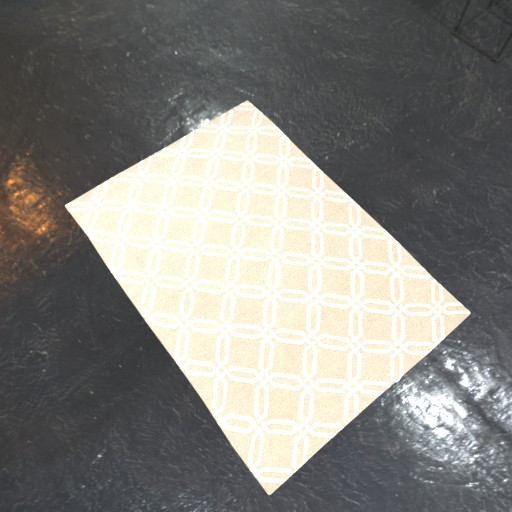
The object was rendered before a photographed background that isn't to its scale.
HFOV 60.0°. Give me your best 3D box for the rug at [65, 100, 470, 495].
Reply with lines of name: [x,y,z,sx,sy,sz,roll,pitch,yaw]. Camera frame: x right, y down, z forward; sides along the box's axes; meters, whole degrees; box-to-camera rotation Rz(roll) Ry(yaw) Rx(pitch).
rug: [0.000,0.000,2.733,1.524,0.013,2.135,-35,69,-16]
